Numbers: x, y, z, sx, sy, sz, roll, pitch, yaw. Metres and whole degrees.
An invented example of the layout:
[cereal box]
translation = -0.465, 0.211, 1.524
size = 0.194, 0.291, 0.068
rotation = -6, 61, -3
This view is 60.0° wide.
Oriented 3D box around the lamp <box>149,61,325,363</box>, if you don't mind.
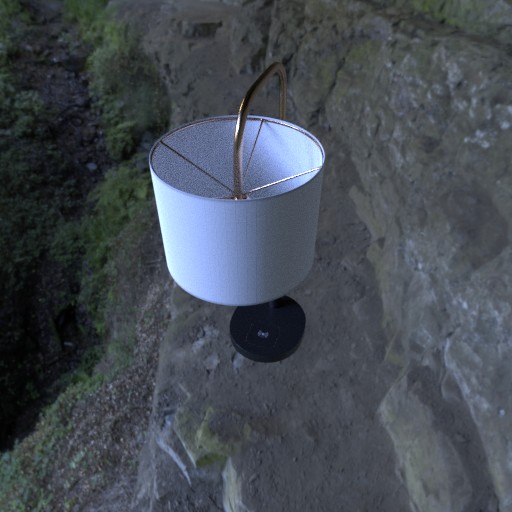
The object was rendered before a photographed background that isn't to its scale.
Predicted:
[lamp]
translation = 0.000, 0.000, 0.699
size = 0.199, 0.540, 0.337
rotation = 12, 42, 13
